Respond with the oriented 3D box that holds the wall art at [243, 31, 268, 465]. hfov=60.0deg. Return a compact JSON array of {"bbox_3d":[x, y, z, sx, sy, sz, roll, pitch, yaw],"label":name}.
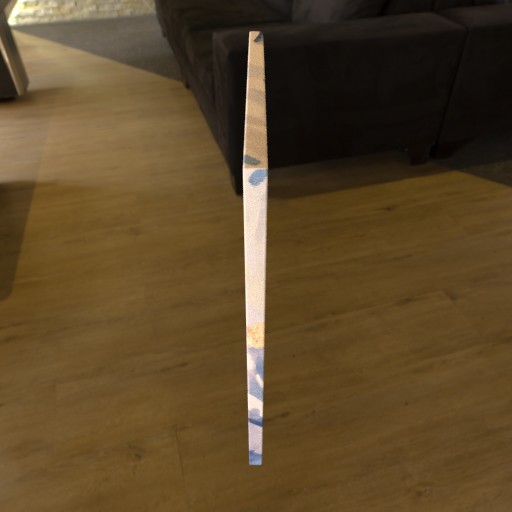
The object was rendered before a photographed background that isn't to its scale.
[{"bbox_3d":[0.000,0.000,1.293,0.038,1.015,0.761,0,41,0],"label":"wall art"}]
